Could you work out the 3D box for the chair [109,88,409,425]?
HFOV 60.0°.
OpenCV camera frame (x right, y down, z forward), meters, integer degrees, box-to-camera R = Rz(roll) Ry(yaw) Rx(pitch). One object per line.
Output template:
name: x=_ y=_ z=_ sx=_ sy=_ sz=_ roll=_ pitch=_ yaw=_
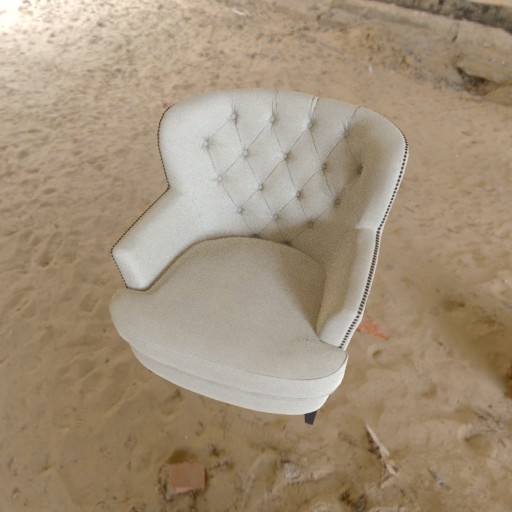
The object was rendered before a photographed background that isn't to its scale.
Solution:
chair: x=0.000 y=0.000 z=1.567 sx=0.848 sy=0.868 sz=0.906 roll=13 pitch=43 yaw=15
